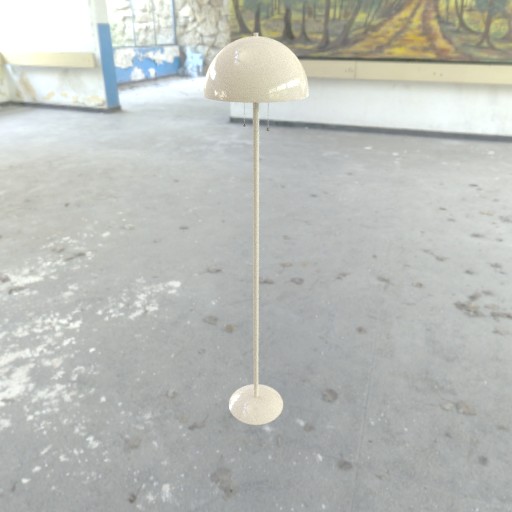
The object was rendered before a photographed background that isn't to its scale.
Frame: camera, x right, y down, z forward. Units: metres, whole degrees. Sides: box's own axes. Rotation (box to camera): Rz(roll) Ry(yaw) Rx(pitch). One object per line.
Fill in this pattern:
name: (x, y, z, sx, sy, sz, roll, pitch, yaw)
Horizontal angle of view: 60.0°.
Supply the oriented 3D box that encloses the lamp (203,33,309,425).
lamp: (0.000, 0.000, 1.645, 0.328, 1.480, 0.328, 9, 28, 17)
